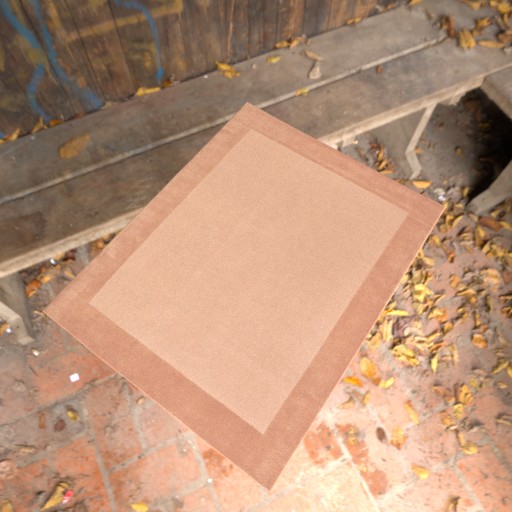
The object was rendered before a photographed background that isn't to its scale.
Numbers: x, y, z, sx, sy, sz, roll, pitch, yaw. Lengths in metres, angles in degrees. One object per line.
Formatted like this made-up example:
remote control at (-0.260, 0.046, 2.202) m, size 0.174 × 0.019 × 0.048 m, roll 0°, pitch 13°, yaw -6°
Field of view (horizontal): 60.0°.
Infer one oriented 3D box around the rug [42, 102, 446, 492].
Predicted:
rug at (0.000, 0.000, 4.117) m, size 2.431 × 0.021 × 3.057 m, roll 32°, pitch 67°, yaw 15°
